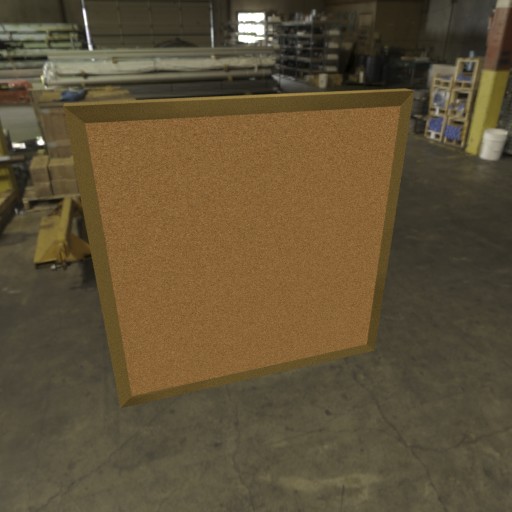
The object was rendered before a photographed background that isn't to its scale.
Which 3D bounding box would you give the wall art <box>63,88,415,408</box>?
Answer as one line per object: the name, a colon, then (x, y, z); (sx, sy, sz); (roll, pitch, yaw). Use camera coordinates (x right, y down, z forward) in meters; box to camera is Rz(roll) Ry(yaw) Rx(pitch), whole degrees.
wall art: (0.000, 0.000, 1.115); (0.762, 0.762, 0.038); (-8, 28, -16)
